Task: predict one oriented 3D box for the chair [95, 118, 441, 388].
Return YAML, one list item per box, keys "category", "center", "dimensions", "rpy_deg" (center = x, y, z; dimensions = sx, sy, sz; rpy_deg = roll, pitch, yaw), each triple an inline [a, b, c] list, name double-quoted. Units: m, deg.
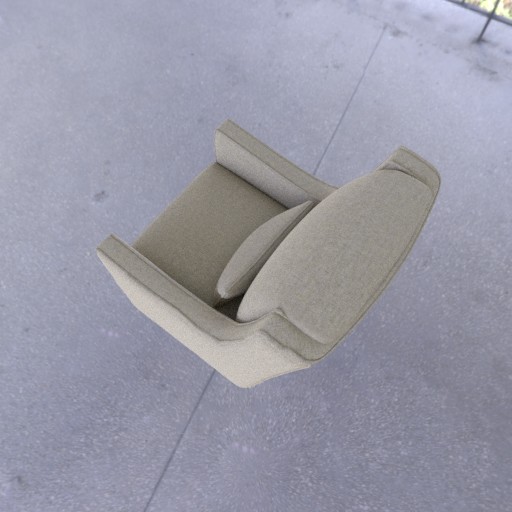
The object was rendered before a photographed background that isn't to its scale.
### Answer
- category: "chair"
  center: [0.000, 0.000, 1.618]
  dimensions: [0.879, 0.993, 0.732]
  rpy_deg: [34, 69, 15]
